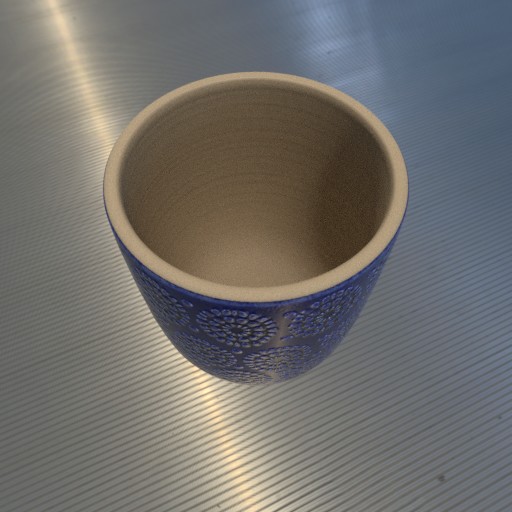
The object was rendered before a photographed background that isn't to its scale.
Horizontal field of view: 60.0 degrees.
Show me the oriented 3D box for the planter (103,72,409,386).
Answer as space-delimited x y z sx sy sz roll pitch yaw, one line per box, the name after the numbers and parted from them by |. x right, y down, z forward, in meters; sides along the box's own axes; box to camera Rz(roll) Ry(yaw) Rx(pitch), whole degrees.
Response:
0.000 0.000 0.352 0.184 0.206 0.184 0 58 0 | planter
